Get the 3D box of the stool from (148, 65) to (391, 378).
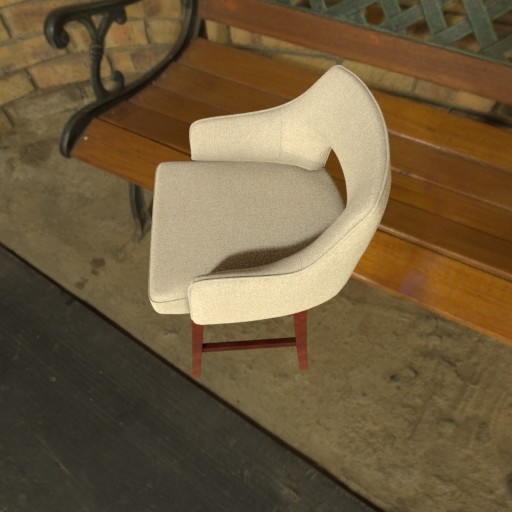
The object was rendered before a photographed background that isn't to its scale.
[{"bbox_3d":[0.000,0.000,1.357,0.560,1.041,0.550,-3,59,-2],"label":"stool"}]
